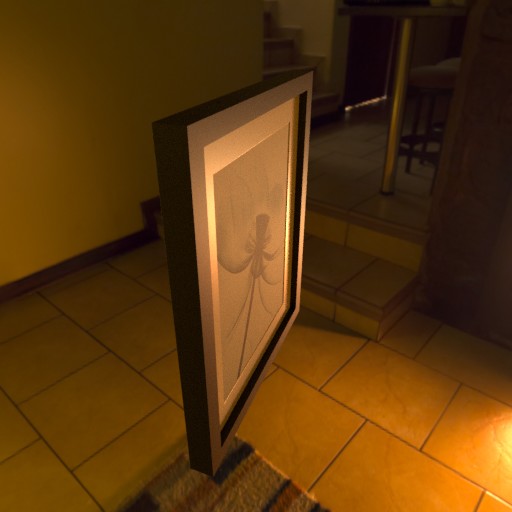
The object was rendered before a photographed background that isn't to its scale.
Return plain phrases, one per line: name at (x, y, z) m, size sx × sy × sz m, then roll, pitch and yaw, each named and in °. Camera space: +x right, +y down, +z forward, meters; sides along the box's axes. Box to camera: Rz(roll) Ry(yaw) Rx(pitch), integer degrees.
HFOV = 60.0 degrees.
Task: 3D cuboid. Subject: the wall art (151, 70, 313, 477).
wall art at (0.000, 0.000, 0.534) m, size 0.029 × 0.381 × 0.330 m, roll 11°, pitch 31°, yaw 19°
